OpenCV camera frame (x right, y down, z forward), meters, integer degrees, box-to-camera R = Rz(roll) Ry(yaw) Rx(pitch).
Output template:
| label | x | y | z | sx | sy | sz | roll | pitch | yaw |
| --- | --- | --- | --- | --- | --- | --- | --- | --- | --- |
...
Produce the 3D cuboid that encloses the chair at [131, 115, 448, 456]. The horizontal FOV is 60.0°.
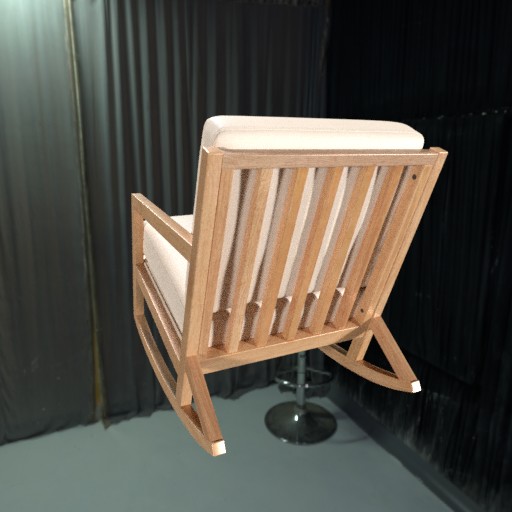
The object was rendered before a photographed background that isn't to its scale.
| label | x | y | z | sx | sy | sz | roll | pitch | yaw |
| --- | --- | --- | --- | --- | --- | --- | --- | --- | --- |
| chair | 0.000 | 0.000 | 1.392 | 0.622 | 0.790 | 0.857 | -7 | 15 | -26 |
